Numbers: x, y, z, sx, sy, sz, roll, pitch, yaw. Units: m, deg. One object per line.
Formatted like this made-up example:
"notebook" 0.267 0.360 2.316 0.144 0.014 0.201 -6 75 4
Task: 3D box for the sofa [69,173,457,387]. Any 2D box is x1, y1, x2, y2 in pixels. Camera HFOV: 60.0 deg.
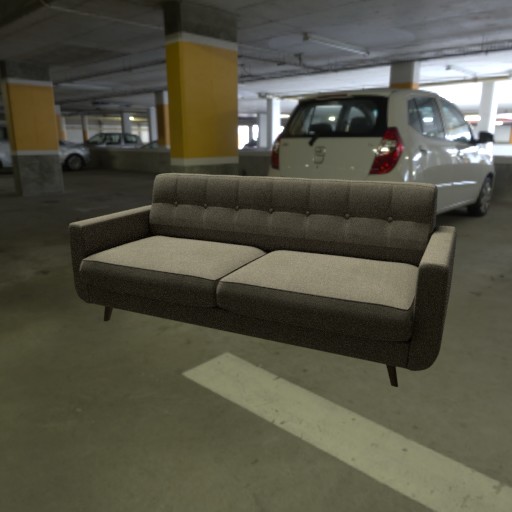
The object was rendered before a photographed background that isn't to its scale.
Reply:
"sofa" 0.000 0.000 2.508 2.029 0.841 0.909 7 16 25
